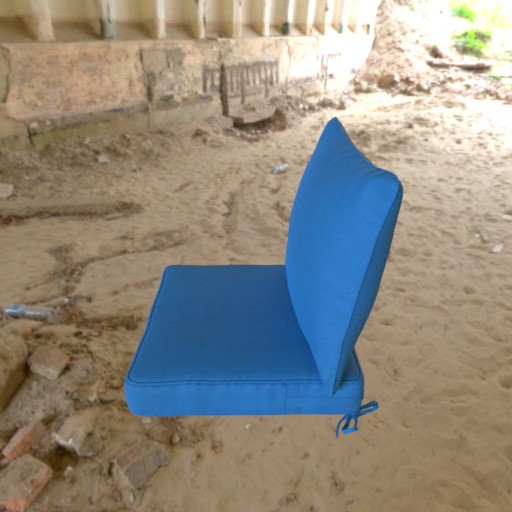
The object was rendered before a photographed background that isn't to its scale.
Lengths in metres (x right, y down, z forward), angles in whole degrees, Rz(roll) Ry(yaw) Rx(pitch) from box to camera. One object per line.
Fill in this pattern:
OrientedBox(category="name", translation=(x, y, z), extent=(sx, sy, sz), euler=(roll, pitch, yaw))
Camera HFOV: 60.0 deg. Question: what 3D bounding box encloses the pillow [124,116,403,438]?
OrientedBox(category="pillow", translation=(0.000, 0.000, 1.383), extent=(0.733, 0.725, 0.798), euler=(0, 27, -1))
